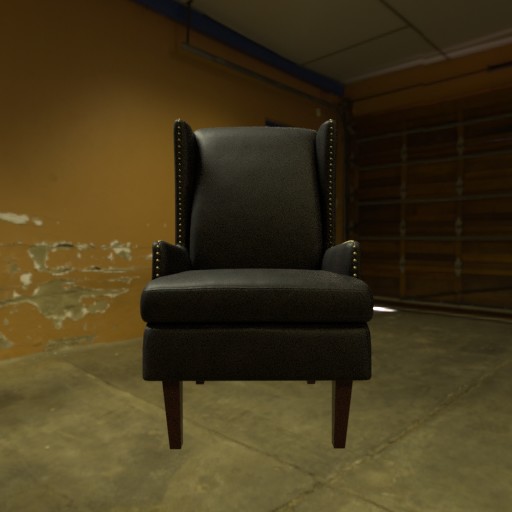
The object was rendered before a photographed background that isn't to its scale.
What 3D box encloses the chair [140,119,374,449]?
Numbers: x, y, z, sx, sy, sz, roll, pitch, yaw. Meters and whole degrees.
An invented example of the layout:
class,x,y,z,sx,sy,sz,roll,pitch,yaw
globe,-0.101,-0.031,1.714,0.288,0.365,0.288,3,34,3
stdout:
class,x,y,z,sx,sy,sz,roll,pitch,yaw
chair,0.000,0.000,1.665,0.703,1.142,0.799,0,1,-1
